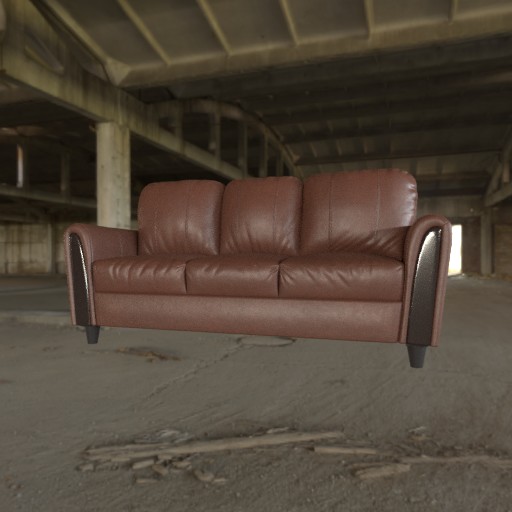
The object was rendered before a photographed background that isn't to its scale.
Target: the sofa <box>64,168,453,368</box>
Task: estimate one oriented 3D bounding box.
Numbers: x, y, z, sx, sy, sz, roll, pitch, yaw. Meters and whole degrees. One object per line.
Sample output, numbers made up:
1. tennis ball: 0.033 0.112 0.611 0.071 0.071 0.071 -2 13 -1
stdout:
1. sofa: 0.000 0.000 2.377 1.862 0.915 0.802 0 0 18
